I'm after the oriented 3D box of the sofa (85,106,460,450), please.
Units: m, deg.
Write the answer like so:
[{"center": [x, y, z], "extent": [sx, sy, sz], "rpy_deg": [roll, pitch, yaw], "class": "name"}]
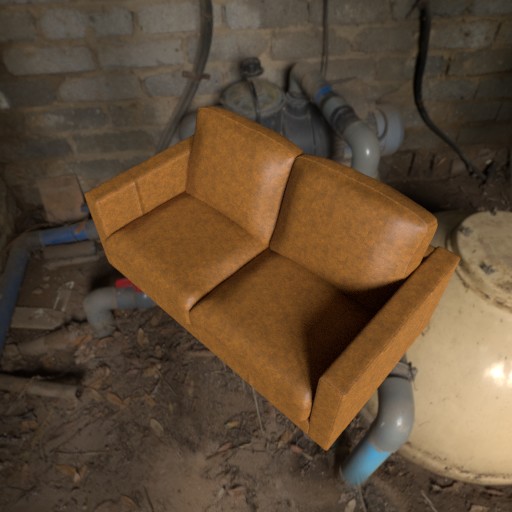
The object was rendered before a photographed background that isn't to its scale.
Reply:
[{"center": [0.000, 0.000, 2.202], "extent": [1.578, 0.951, 0.909], "rpy_deg": [34, 56, 28], "class": "sofa"}]
